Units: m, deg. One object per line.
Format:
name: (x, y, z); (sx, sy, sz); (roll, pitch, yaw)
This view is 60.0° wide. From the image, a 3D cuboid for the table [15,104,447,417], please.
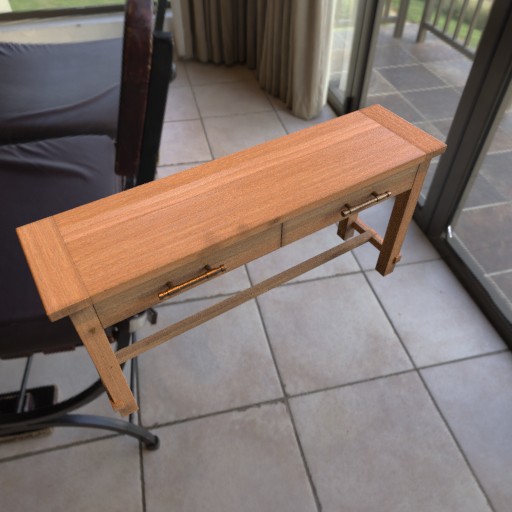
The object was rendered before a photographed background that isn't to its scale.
table: (0.000, 0.000, 1.897); (1.599, 0.762, 0.442); (-24, 51, -22)
